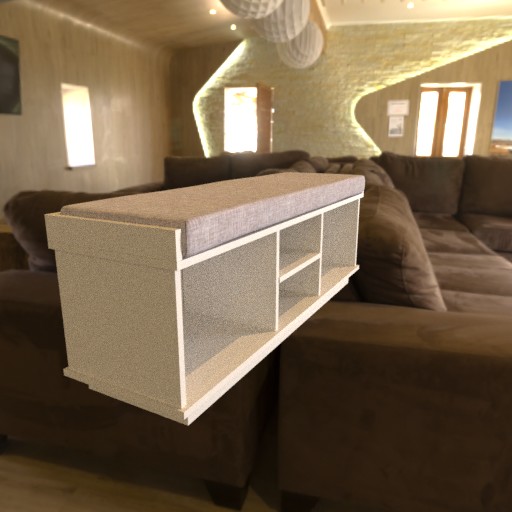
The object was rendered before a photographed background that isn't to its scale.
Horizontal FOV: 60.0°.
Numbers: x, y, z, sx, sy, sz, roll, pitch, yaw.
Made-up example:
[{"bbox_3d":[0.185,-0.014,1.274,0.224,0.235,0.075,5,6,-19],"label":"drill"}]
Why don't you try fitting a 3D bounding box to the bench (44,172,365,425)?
[{"bbox_3d":[0.000,0.000,1.412,0.363,0.453,1.196,8,17,28],"label":"bench"}]
